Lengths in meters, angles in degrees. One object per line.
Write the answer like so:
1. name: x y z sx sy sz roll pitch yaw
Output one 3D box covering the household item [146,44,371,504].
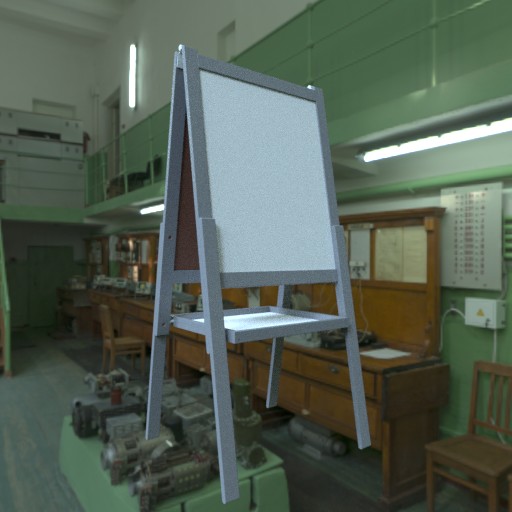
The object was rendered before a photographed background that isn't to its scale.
1. household item: 0.000 0.000 1.388 0.531 1.172 0.469 0 0 -37
